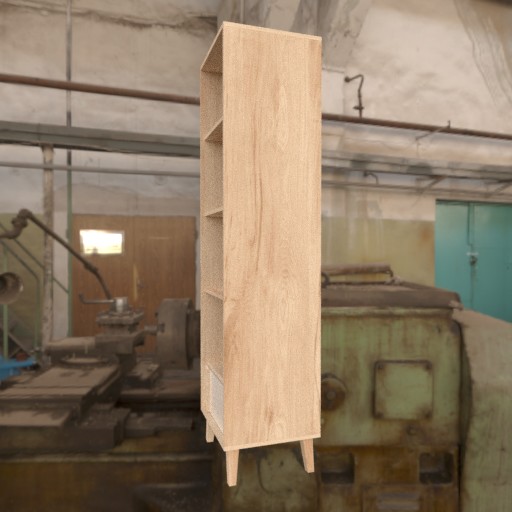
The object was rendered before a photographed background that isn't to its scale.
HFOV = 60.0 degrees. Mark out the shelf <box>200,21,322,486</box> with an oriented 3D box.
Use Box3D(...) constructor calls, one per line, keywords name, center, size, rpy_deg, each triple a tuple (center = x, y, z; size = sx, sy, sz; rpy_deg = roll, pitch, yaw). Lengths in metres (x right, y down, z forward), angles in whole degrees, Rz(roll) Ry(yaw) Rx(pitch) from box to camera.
Box3D(name="shelf", center=(0.000, 0.000, 2.168), size=(0.450, 1.960, 0.510), rpy_deg=(0, 1, -18))
